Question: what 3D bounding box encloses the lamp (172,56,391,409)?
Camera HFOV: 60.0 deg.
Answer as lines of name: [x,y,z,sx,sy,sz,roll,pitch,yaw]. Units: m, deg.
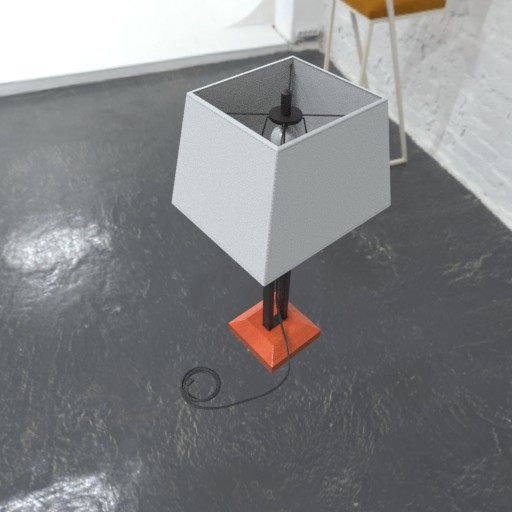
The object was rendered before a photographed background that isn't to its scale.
lamp: [0.000,0.000,1.005,0.498,0.737,0.310,-31,53,-26]
